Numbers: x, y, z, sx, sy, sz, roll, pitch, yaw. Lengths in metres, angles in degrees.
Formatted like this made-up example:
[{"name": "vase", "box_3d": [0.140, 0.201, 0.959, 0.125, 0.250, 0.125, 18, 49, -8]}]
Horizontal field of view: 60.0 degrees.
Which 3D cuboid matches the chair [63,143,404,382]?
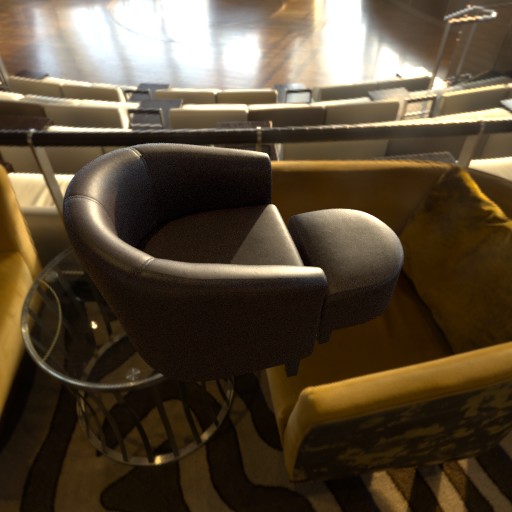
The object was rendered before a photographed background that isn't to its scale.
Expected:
[{"name": "chair", "box_3d": [0.000, 0.000, 1.654, 1.176, 0.755, 0.737, -10, 47, -10]}]
